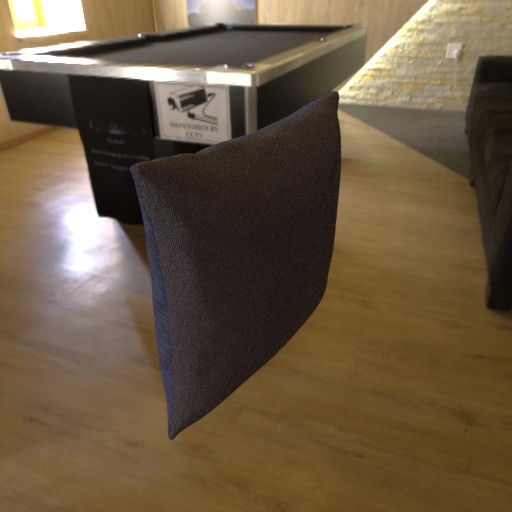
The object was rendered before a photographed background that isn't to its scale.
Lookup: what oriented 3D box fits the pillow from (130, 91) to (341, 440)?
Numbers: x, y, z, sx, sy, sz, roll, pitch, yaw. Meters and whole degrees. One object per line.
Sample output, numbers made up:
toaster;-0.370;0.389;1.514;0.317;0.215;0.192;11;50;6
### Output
pillow;0.000;0.000;0.714;0.204;0.439;0.452;21;37;30
